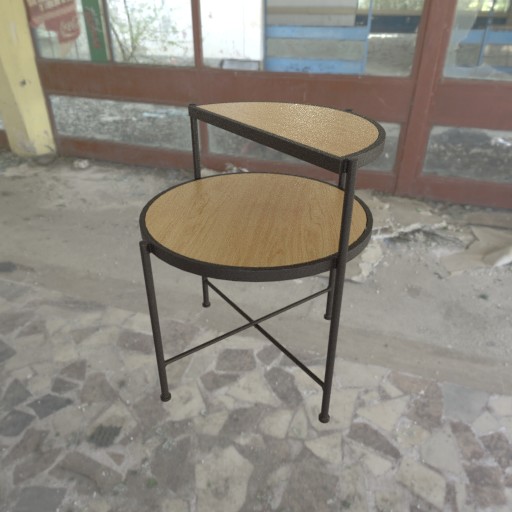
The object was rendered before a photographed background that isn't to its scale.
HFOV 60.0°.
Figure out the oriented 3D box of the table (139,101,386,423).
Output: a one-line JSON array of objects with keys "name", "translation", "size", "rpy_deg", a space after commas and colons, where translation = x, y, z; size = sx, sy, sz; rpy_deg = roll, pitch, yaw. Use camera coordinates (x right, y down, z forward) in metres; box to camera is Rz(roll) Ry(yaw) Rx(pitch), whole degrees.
[{"name": "table", "translation": [0.000, 0.000, 1.178], "size": [0.628, 0.684, 0.629], "rpy_deg": [-20, 36, -30]}]
